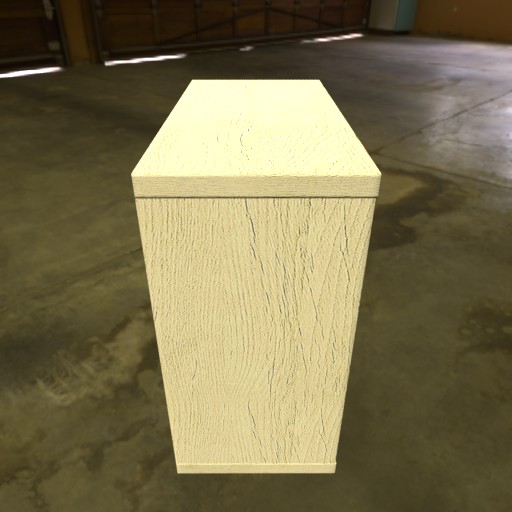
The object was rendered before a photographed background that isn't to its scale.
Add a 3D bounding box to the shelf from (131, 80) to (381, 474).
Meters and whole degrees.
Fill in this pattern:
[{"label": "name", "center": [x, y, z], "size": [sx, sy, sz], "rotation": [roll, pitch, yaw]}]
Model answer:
[{"label": "shelf", "center": [0.000, 0.000, 1.233], "size": [0.390, 0.786, 0.790], "rotation": [0, 32, 0]}]
